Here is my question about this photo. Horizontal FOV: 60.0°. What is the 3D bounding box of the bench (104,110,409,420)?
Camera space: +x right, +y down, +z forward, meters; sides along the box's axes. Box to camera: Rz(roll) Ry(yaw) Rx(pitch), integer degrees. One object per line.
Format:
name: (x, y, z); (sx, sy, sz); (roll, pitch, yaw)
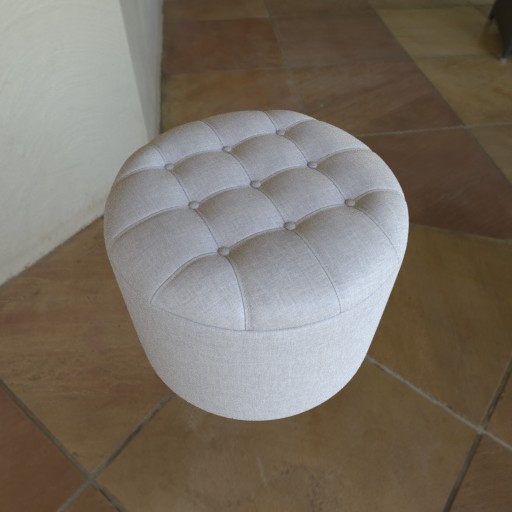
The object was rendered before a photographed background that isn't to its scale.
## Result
bench: (0.000, 0.000, 1.004); (0.600, 0.453, 0.600); (0, 49, 0)
